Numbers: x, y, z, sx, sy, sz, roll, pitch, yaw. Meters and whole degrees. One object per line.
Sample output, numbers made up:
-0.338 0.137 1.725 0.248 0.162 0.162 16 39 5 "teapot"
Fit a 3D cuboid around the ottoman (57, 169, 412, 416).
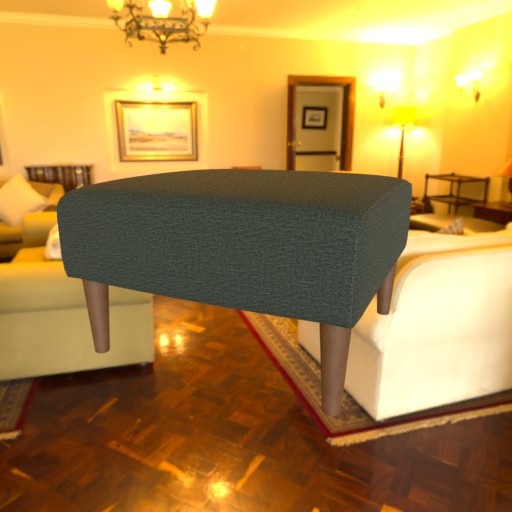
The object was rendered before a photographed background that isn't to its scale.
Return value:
0.000 0.000 1.097 0.650 0.398 0.649 7 17 25 "ottoman"
